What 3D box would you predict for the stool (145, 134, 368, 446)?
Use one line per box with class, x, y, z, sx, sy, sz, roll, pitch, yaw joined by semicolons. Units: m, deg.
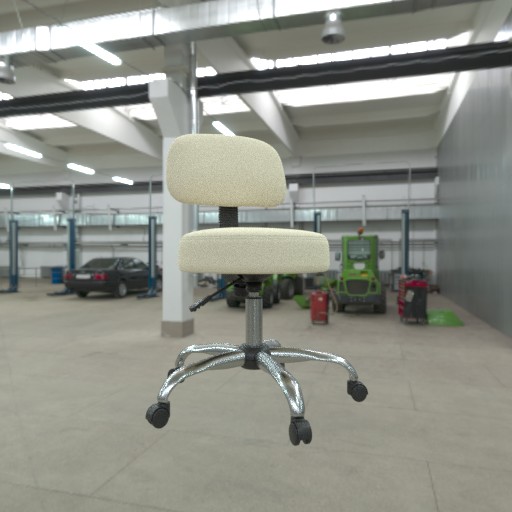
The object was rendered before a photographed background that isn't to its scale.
stool;0.000;0.000;1.221;0.609;0.810;0.616;0;0;-20
